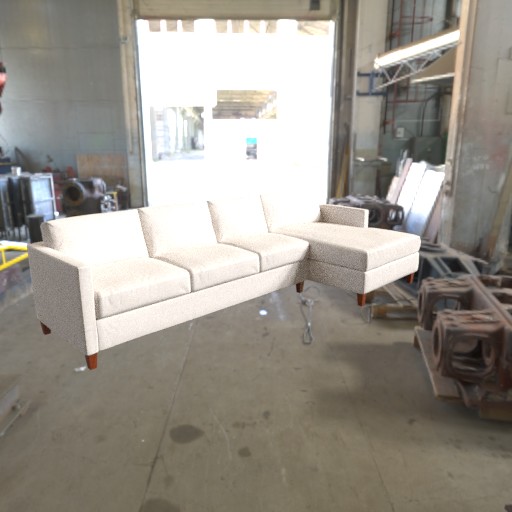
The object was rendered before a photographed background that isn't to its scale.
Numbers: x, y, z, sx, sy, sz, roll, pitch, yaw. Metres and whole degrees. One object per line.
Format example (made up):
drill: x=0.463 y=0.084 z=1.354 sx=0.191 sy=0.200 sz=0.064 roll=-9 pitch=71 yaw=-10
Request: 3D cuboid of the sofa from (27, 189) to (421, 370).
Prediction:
sofa: x=0.000 y=0.000 z=4.117 sx=1.606 sy=0.954 sz=3.471 roll=14 pitch=20 yaw=43
